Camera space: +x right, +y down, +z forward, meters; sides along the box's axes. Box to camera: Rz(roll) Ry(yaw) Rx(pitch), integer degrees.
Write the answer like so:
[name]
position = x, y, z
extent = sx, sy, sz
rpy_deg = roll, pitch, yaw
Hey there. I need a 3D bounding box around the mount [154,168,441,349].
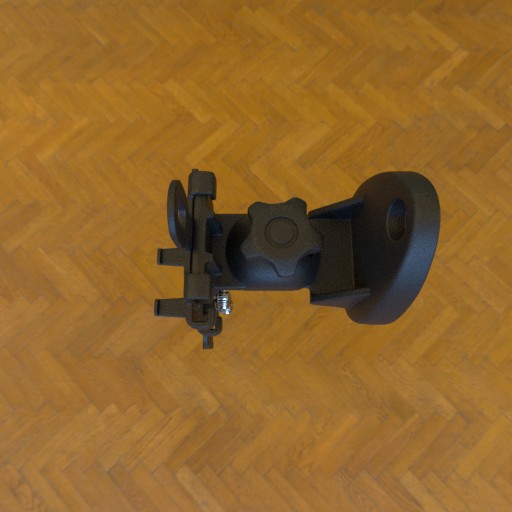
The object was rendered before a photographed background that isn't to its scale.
[mount]
position = 0.000, 0.000, 0.172
extent = 0.100, 0.118, 0.066
rpy_deg = 0, 76, 0
